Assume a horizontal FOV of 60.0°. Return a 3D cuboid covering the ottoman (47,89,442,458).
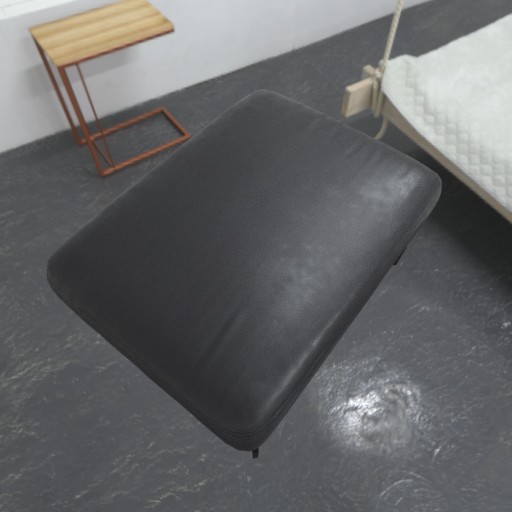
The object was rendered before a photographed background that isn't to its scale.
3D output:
[{"bbox_3d":[0.000,0.000,1.081,0.570,0.402,0.764,33,63,19],"label":"ottoman"}]
